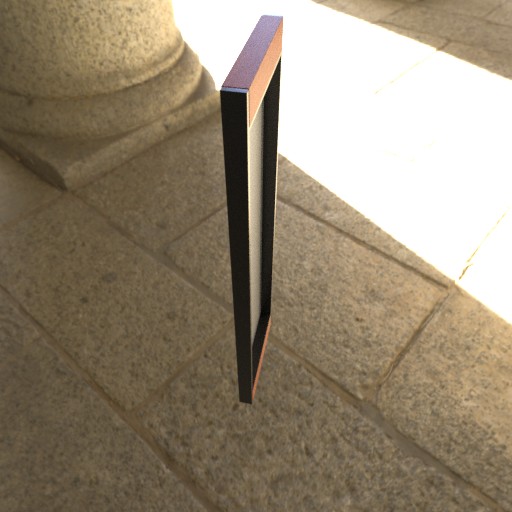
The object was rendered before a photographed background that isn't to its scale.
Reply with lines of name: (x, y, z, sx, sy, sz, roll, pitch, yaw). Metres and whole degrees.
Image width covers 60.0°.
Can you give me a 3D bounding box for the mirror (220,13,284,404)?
mirror: (0.000, 0.000, 1.219, 0.047, 1.123, 0.343, 9, 48, 8)
